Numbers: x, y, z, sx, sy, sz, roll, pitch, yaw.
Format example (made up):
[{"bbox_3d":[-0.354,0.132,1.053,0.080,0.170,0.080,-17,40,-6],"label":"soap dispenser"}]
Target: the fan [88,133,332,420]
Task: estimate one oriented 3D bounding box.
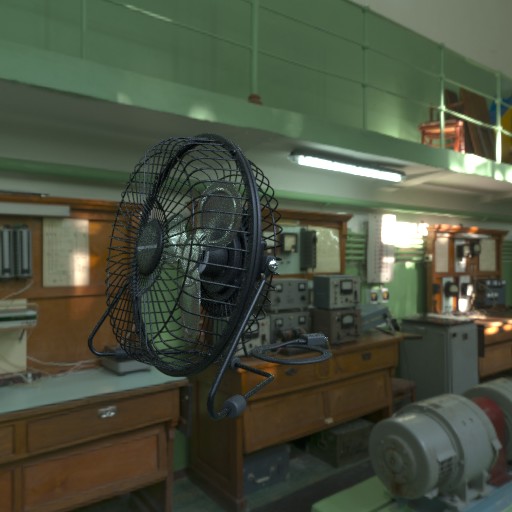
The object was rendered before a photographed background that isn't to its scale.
[{"bbox_3d":[0.000,0.000,0.383,0.227,0.188,0.209,0,0,-38],"label":"fan"}]
